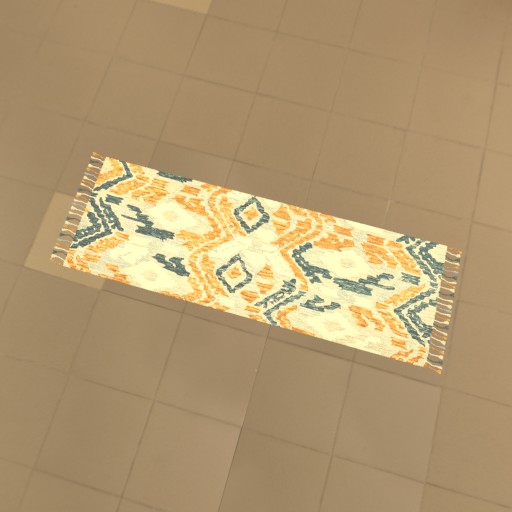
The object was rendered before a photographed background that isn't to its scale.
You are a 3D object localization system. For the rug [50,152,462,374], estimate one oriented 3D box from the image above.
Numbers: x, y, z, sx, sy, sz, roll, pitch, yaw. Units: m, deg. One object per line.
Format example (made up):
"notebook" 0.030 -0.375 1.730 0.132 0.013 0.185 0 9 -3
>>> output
"rug" 0.000 0.000 2.729 2.437 0.010 0.783 15 76 4
